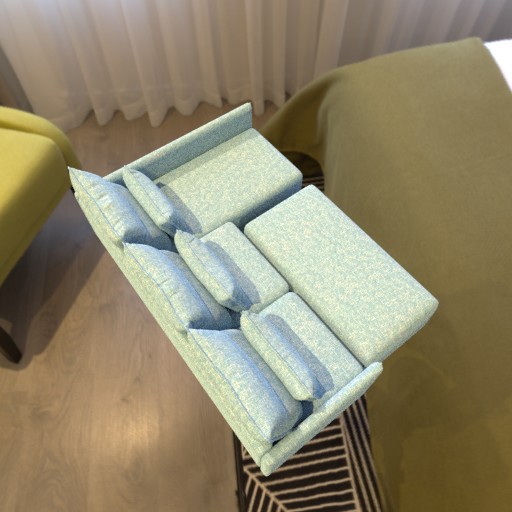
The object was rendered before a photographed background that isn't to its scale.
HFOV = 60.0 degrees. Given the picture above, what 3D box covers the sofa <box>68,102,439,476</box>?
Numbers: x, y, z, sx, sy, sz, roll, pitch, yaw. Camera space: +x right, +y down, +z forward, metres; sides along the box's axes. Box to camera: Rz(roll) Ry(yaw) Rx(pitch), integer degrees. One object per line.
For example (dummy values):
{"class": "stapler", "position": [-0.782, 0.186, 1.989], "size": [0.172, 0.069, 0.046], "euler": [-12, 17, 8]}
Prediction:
{"class": "sofa", "position": [0.000, 0.000, 2.808], "size": [1.420, 0.899, 2.034], "euler": [-33, 65, -18]}
